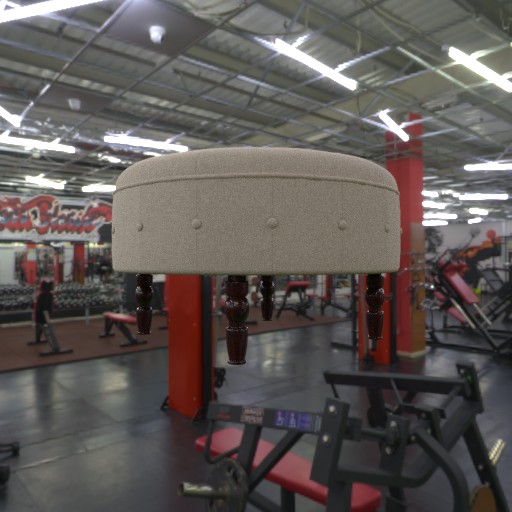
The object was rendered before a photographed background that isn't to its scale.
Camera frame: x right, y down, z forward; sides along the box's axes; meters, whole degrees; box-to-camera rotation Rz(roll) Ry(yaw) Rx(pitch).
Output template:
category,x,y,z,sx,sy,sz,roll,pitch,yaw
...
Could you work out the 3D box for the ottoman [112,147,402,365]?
category,x,y,z,sx,sy,sz,roll,pitch,yaw
ottoman,0.000,0.000,1.369,0.848,0.494,0.848,0,0,0
